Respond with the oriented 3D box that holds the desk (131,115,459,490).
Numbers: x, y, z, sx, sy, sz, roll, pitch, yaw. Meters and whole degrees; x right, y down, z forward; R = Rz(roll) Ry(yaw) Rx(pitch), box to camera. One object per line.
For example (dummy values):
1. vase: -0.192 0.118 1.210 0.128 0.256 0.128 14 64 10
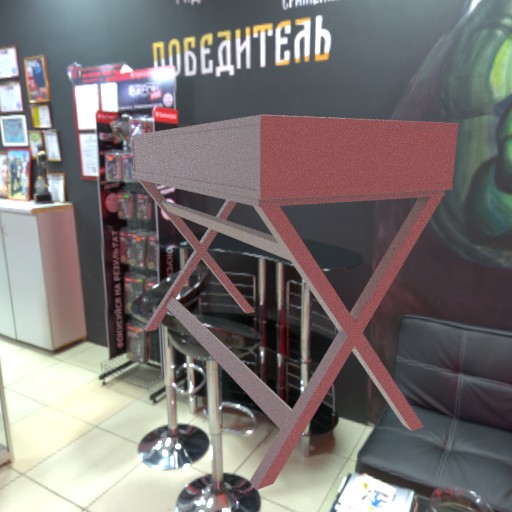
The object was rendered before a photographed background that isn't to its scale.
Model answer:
1. desk: 0.000 0.000 1.437 0.525 0.780 1.057 -7 15 -26
